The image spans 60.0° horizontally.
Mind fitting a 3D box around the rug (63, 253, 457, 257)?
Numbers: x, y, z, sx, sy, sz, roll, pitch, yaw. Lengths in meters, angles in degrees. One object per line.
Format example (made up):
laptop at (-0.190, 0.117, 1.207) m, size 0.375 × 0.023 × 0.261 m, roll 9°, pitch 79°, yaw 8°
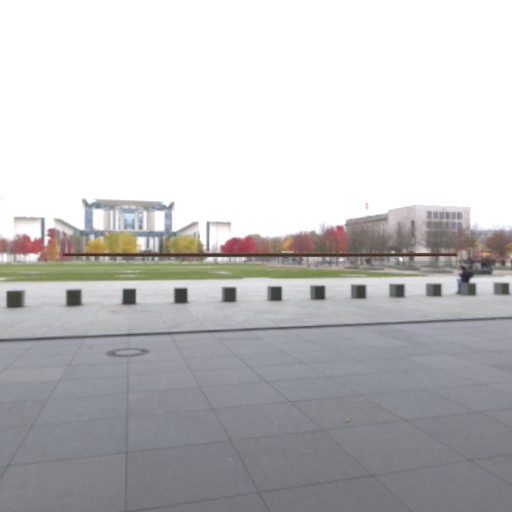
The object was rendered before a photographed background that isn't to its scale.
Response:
rug at (0.000, 0.000, 2.926) m, size 1.524 × 0.014 × 2.438 m, roll 0°, pitch 0°, yaw -1°
